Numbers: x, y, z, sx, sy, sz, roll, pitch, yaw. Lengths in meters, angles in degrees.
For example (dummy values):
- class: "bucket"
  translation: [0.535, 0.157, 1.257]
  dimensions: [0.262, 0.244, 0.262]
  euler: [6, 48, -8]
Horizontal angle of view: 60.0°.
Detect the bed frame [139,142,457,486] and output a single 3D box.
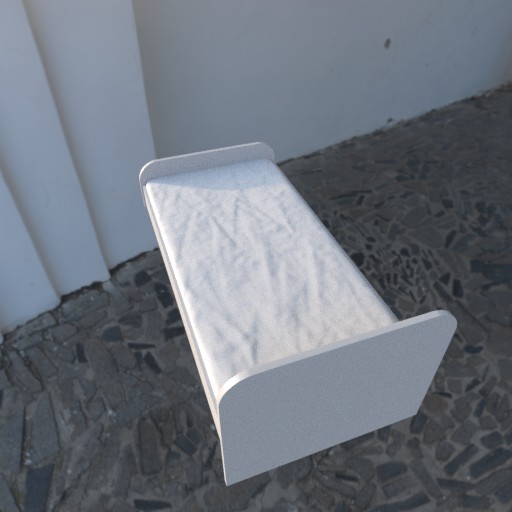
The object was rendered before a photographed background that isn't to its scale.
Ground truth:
- class: "bed frame"
  translation: [0.000, 0.000, 2.525]
  dimensions: [0.998, 0.805, 1.963]
  euler: [-14, 43, -15]
